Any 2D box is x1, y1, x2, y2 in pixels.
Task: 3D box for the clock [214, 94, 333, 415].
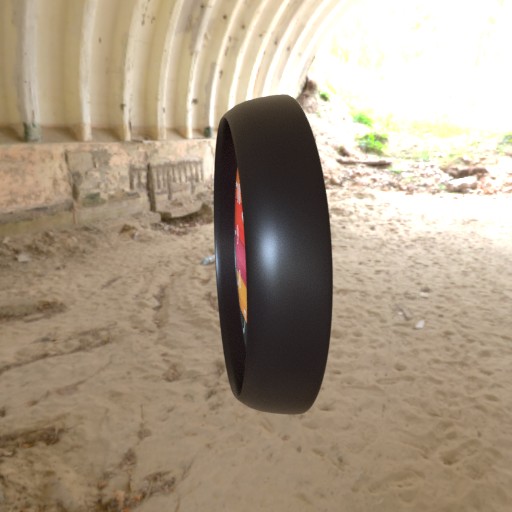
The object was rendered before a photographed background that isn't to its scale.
[{"bbox_3d":[0.000,0.000,0.437,0.060,0.300,0.300,-3,16,-10],"label":"clock"}]
